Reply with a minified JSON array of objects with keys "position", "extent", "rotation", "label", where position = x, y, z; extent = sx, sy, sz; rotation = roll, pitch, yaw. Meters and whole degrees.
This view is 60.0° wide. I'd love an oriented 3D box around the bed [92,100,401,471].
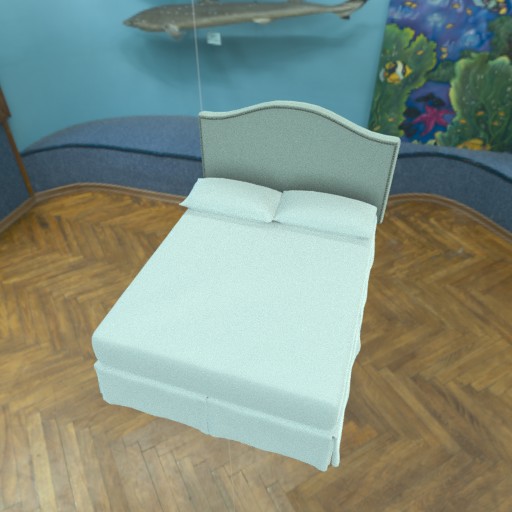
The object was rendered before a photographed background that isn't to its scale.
[{"position":[0.000,0.000,3.382],"extent":[1.813,1.607,2.180],"rotation":[12,42,13],"label":"bed"}]
